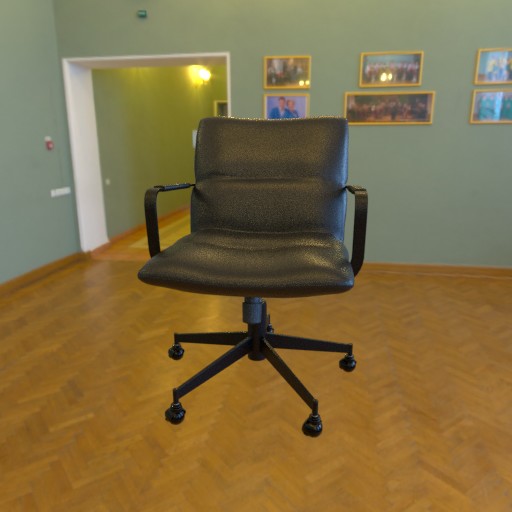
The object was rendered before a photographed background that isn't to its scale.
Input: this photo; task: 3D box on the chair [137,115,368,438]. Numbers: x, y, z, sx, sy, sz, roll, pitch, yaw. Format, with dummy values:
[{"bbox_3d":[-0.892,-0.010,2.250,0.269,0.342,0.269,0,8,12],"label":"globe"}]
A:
[{"bbox_3d":[0.000,0.000,1.473,0.719,0.922,0.748,2,15,8],"label":"chair"}]
